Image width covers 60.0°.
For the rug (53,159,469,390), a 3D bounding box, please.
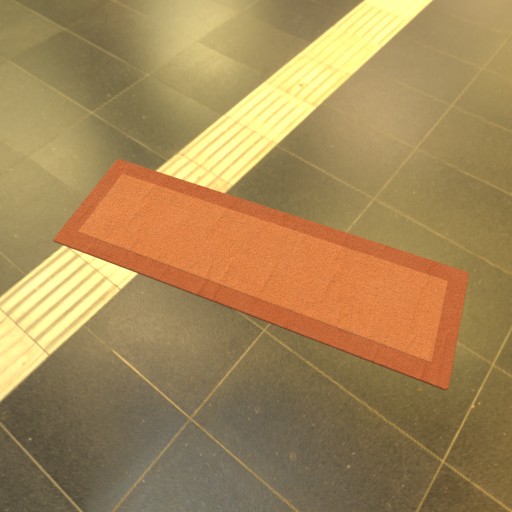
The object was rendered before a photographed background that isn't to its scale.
[{"bbox_3d":[0.000,0.000,2.689,2.471,0.013,0.914,16,59,10],"label":"rug"}]
